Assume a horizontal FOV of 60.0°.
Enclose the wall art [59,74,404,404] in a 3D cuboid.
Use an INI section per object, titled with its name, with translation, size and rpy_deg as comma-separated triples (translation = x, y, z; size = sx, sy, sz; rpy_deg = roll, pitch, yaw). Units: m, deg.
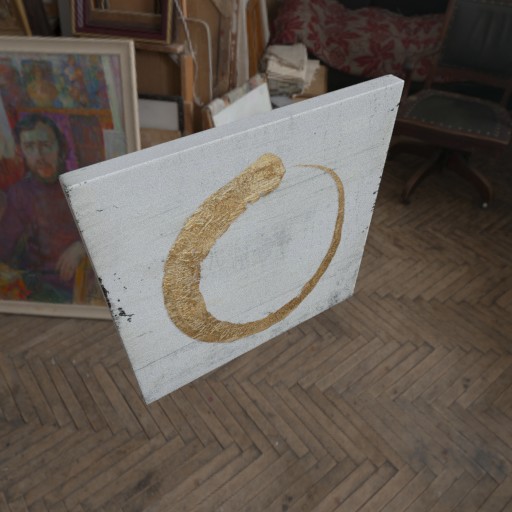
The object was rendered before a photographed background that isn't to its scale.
[wall art]
translation = 0.000, 0.000, 0.916
size = 0.610, 0.611, 0.040
rpy_deg = -24, 50, -22
